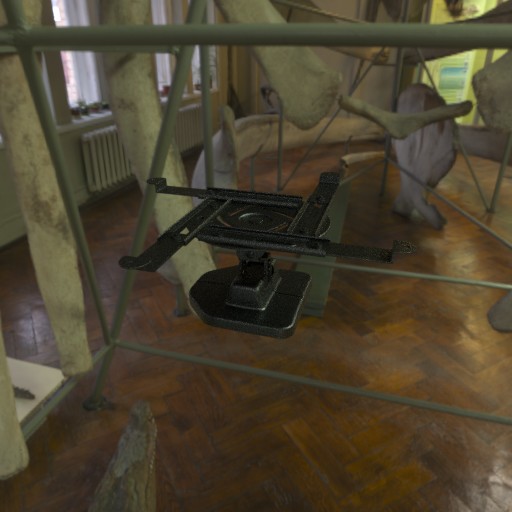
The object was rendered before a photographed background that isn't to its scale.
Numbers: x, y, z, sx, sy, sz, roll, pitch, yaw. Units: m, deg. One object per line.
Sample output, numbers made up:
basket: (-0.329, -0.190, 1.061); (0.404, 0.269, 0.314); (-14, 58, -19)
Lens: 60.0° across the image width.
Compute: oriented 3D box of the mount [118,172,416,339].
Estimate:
mount: (0.000, 0.000, 0.606); (0.394, 0.141, 0.394); (8, 27, 15)
